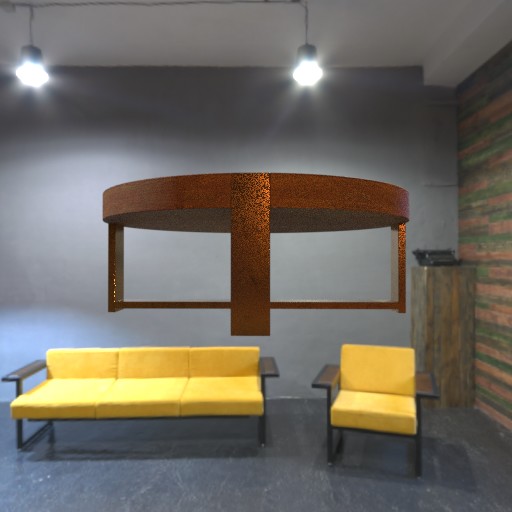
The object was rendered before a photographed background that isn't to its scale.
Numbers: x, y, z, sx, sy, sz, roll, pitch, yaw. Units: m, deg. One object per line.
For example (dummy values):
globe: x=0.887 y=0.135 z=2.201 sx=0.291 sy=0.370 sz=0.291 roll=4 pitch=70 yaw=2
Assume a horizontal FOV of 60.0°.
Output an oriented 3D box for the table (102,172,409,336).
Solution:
table: x=0.000 y=0.000 z=1.687 sx=1.100 sy=0.420 sz=1.100 roll=0 pitch=0 yaw=0
